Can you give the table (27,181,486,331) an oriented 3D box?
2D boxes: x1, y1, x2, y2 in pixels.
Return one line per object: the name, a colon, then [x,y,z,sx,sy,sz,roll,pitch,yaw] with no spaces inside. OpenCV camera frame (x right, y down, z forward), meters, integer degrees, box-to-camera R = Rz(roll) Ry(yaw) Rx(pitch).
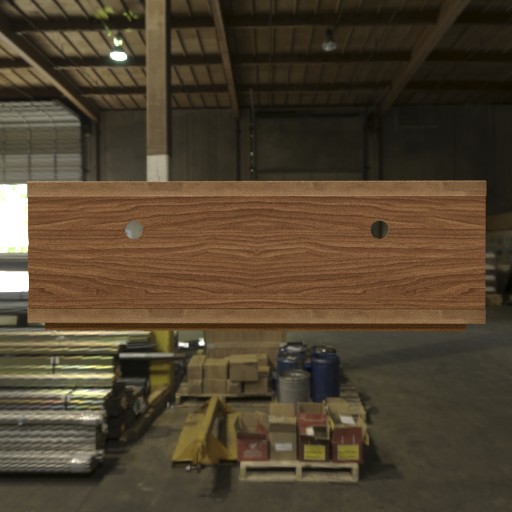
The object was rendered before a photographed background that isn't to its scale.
table: [0.000,0.000,1.694,1.499,0.491,0.499,0,0,1]
